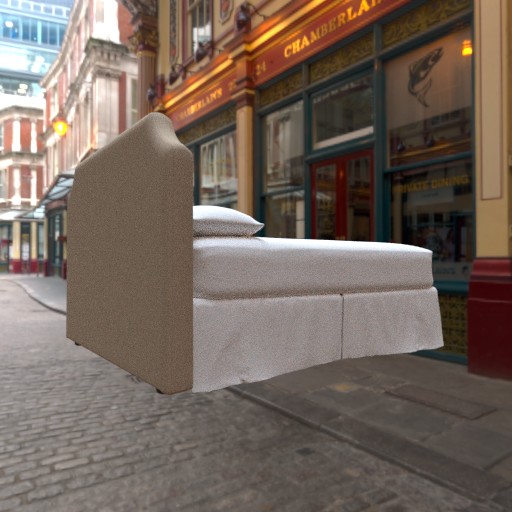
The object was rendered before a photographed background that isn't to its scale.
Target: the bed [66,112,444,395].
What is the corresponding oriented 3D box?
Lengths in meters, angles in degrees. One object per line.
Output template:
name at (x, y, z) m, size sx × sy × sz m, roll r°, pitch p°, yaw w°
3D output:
bed at (0.000, 0.000, 3.218) m, size 2.204 × 1.301 × 1.828 m, roll 1°, pitch -1°, yaw -36°
